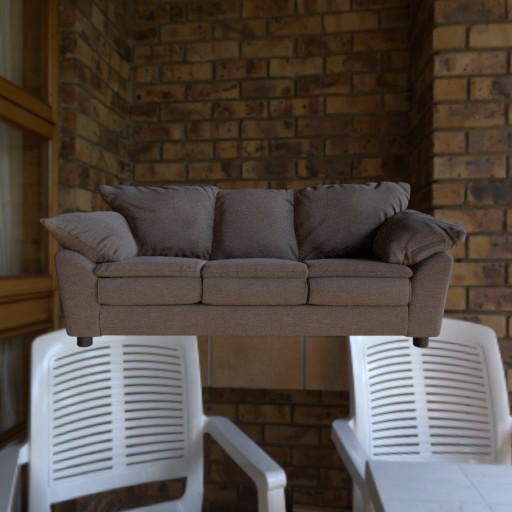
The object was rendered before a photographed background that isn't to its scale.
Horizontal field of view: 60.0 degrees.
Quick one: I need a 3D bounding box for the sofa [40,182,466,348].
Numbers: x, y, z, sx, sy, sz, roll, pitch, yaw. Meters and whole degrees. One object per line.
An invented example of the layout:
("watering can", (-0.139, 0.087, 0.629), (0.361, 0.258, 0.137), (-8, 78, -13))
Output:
("sofa", (0.000, 0.000, 2.860), (2.390, 1.043, 0.927), (0, 0, 0))
